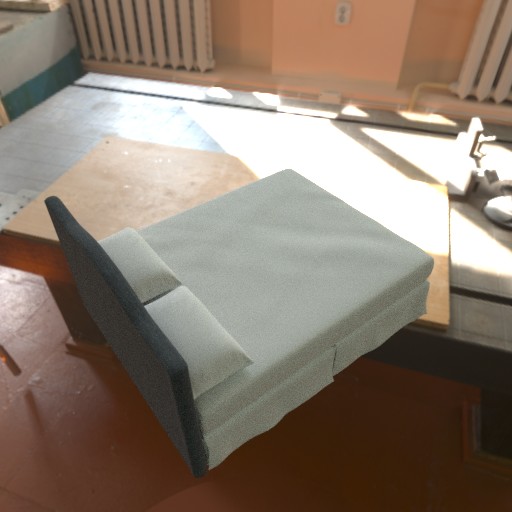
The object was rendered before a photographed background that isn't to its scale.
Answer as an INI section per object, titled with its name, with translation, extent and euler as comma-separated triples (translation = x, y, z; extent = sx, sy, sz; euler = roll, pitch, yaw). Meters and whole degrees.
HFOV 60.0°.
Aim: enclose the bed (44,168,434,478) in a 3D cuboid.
[bed]
translation = 0.000, 0.000, 3.937
extent = 2.689, 1.457, 2.161
euler = -27, 49, -27
